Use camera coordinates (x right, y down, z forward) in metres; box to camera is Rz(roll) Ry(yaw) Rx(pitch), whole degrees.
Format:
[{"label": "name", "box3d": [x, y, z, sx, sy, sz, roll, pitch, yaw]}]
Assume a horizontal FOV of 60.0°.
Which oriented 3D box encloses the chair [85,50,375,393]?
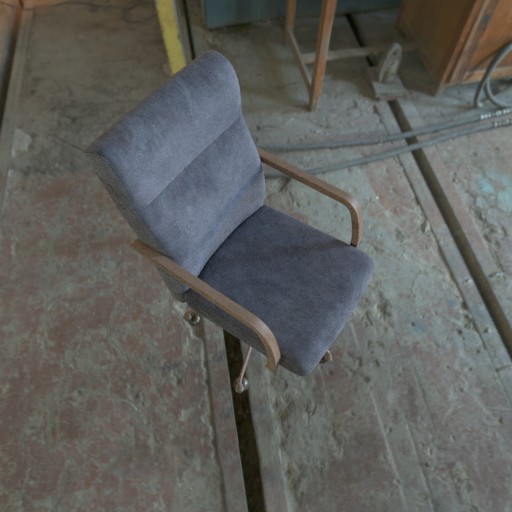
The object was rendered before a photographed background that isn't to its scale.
[{"label": "chair", "box3d": [0.000, 0.000, 1.493, 0.741, 1.029, 0.640, 31, 64, 17]}]
